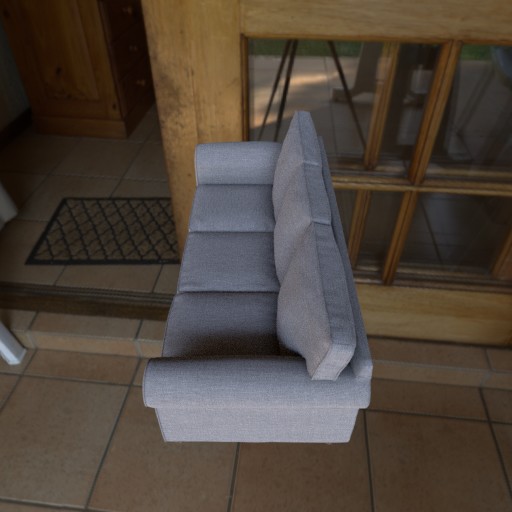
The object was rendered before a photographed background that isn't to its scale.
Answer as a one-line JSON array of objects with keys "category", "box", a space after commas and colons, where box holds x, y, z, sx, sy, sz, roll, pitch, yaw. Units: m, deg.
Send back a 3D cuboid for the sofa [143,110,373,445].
[{"category": "sofa", "box": [0.000, 0.000, 2.602, 0.916, 0.961, 2.084, 0, 41, 0]}]
